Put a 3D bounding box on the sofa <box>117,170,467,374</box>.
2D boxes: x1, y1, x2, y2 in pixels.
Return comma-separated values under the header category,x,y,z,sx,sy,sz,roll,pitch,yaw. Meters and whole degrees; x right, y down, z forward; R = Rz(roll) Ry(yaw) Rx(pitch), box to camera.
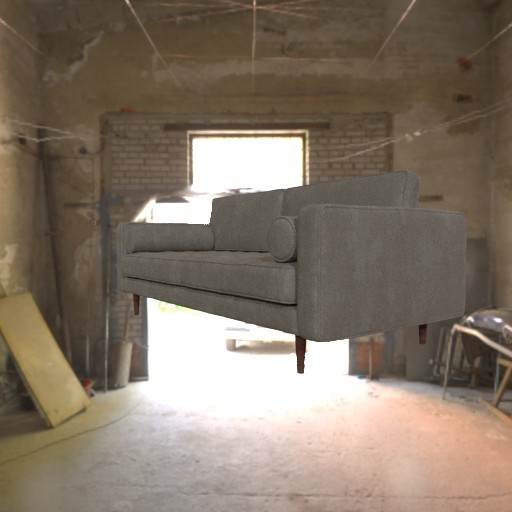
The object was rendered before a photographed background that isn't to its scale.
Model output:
category,x,y,z,sx,sy,sz,roll,pitch,yaw
sofa,0.000,0.000,2.379,0.920,0.769,1.883,-1,2,-37
